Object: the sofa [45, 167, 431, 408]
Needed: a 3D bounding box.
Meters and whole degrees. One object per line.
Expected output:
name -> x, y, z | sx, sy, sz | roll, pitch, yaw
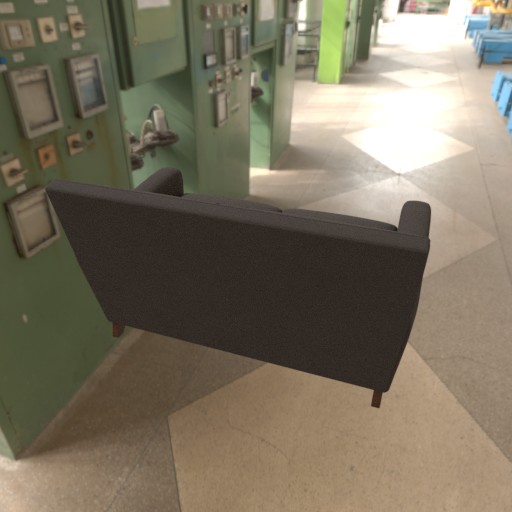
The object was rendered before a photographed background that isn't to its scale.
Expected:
sofa -> 0.000, 0.000, 1.996 | 1.420, 0.846, 0.871 | 11, 33, 17
